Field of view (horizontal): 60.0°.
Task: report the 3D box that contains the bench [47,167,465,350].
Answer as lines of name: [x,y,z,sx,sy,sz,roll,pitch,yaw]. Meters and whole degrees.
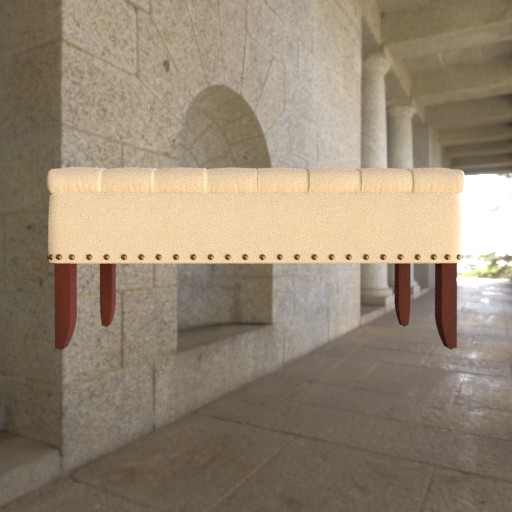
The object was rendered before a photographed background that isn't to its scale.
bench: [0.000,0.000,1.290,1.054,0.470,0.400,0,0,0]
